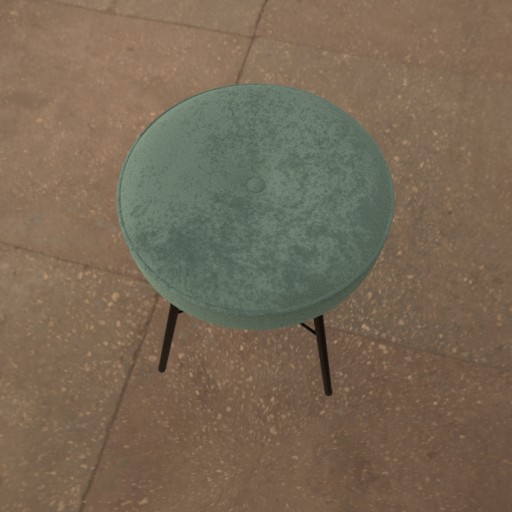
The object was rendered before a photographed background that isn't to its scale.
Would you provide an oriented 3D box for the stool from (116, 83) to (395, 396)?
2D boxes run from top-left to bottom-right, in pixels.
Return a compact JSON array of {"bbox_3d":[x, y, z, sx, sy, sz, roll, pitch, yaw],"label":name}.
[{"bbox_3d":[0.000,0.000,0.868,0.457,0.519,0.458,15,65,7],"label":"stool"}]
